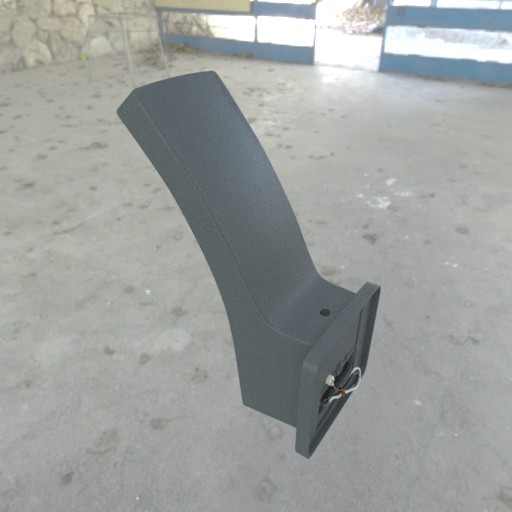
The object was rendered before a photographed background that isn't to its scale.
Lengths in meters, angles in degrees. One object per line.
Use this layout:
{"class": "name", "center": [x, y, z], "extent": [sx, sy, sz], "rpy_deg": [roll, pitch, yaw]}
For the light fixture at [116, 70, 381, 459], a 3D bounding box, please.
{"class": "light fixture", "center": [0.000, 0.000, 0.335], "extent": [0.174, 0.243, 0.108], "rpy_deg": [20, 37, 29]}
